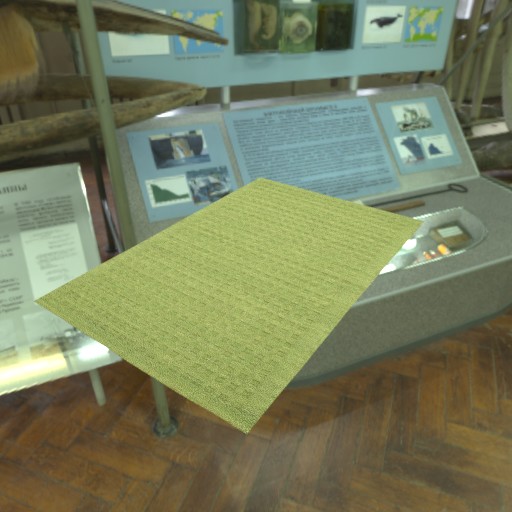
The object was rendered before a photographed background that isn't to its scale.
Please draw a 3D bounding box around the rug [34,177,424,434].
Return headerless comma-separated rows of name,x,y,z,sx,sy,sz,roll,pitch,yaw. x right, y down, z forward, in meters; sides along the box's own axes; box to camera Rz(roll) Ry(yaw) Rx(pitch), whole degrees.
rug,0.000,0.000,2.975,1.529,0.007,2.297,21,38,29
